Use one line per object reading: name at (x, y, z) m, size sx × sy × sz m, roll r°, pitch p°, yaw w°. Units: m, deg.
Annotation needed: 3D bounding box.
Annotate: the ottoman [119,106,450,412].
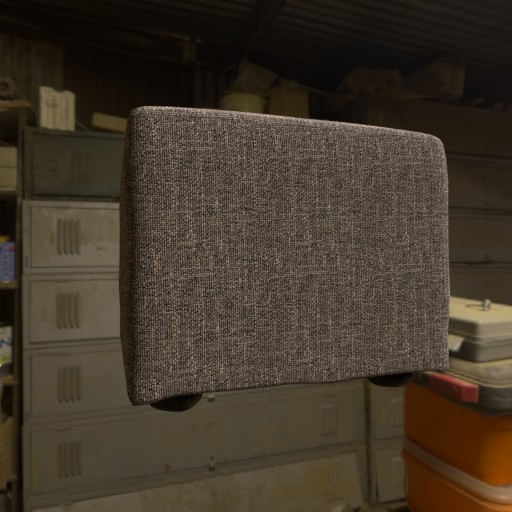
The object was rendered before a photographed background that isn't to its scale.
ottoman at (0.000, 0.000, 0.887) m, size 0.521 × 0.453 × 0.512 m, roll 0°, pitch 0°, yaw -18°
